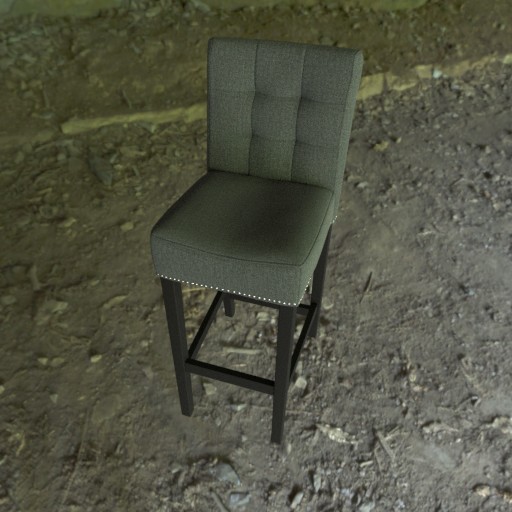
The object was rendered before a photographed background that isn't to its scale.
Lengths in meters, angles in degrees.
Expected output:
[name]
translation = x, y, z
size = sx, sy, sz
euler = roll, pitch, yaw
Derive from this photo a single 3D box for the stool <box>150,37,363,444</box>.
[stool]
translation = 0.000, 0.000, 1.298
size = 0.411, 1.047, 0.548
euler = 12, 42, 13
